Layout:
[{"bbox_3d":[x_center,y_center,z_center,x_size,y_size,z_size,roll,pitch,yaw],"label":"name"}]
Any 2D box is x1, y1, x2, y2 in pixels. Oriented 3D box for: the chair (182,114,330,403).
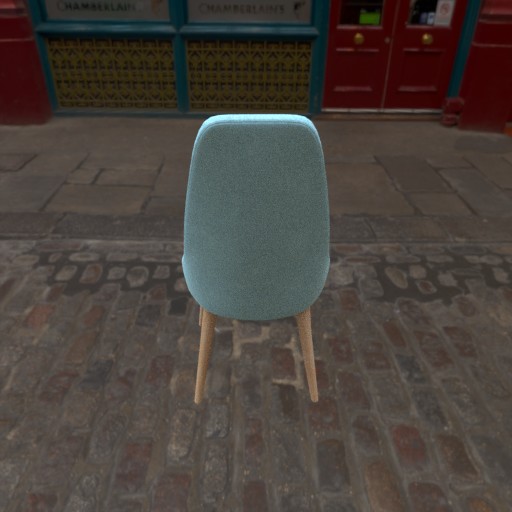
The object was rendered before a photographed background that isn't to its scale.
[{"bbox_3d":[0.000,0.000,1.441,0.510,1.040,0.660,0,31,-1],"label":"chair"}]
